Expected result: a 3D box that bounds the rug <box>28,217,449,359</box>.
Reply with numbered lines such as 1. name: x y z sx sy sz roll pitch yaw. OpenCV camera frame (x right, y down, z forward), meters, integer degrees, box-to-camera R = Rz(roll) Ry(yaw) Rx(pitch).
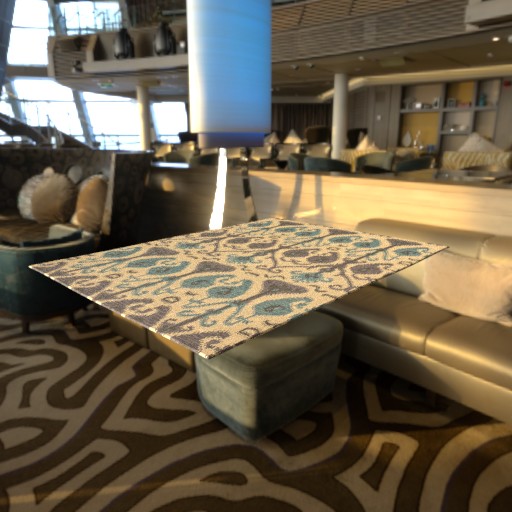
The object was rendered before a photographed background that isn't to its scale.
1. rug: 0.000 0.000 2.917 1.676 0.013 2.261 14 21 42
